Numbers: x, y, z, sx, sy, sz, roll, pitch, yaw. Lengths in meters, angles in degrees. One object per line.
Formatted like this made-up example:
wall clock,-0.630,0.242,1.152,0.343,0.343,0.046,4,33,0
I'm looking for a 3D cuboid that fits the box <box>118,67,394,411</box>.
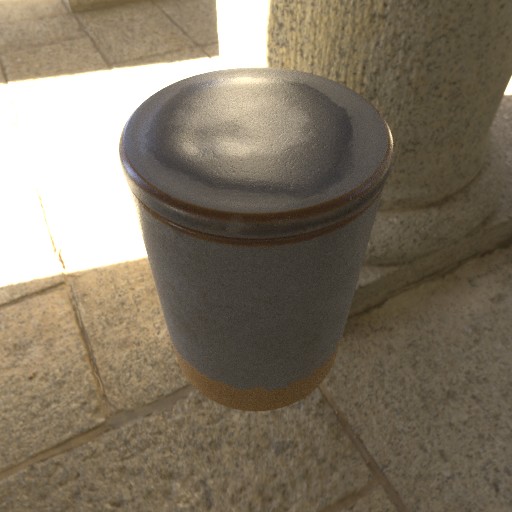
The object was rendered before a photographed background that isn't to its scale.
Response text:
box,0.000,0.000,0.252,0.118,0.168,0.118,0,48,0
